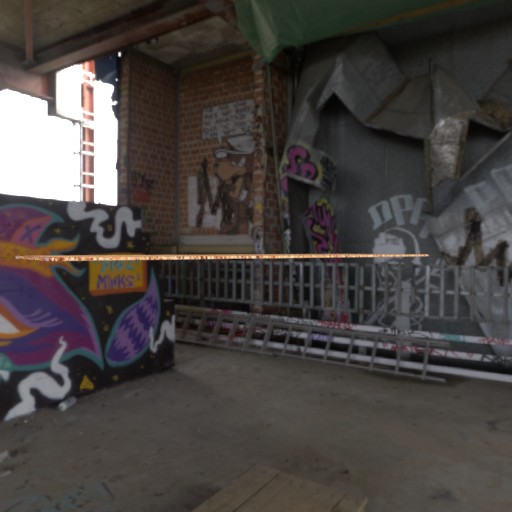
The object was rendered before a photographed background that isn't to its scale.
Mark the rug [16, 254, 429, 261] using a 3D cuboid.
[{"bbox_3d":[0.000,0.000,2.421,2.237,0.014,0.680,0,1,-37],"label":"rug"}]
